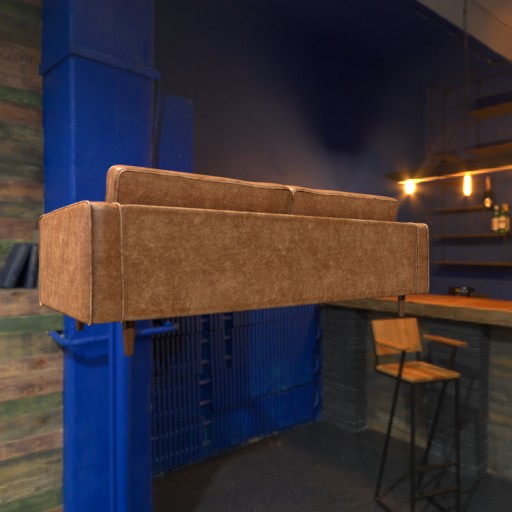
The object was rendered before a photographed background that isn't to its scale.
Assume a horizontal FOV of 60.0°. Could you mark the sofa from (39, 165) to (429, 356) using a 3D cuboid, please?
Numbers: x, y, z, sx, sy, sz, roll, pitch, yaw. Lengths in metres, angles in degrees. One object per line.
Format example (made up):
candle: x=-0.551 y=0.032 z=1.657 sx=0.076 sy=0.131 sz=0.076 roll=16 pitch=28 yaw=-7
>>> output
sofa: x=0.000 y=0.000 z=2.584 sx=2.199 sy=0.779 sz=0.886 roll=0 pitch=1 yaw=-37
